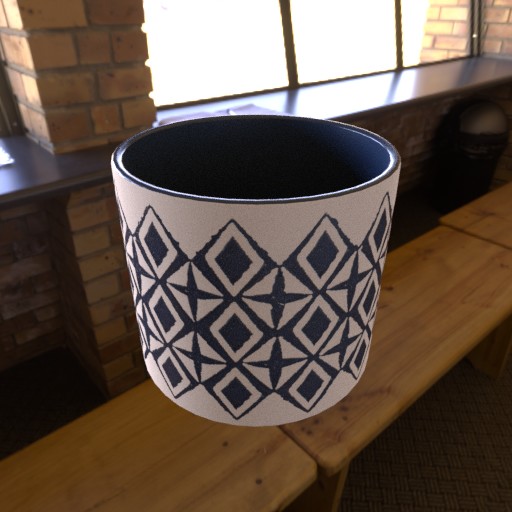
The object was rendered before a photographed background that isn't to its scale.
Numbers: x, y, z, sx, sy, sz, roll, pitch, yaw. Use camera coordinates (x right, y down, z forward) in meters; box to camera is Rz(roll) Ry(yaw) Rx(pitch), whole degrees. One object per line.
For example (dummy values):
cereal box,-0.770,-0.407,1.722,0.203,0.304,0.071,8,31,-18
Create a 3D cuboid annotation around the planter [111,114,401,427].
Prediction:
planter,0.000,0.000,0.328,0.182,0.165,0.182,0,31,0
